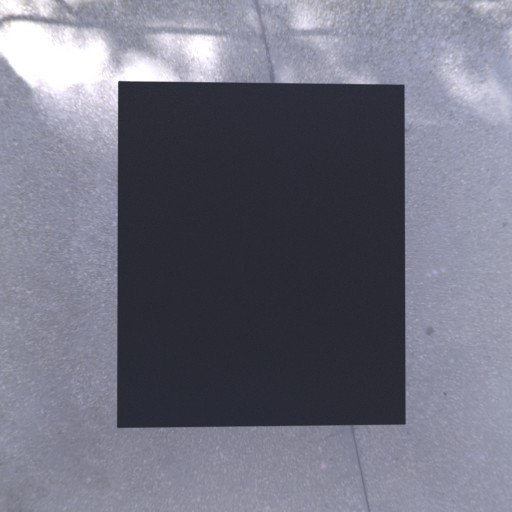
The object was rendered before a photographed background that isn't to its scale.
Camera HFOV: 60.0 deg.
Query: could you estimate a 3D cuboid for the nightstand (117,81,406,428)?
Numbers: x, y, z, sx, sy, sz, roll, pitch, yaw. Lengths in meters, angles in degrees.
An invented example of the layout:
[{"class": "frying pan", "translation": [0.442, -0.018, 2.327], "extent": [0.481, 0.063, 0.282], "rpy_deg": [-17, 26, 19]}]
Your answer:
[{"class": "nightstand", "translation": [0.000, 0.000, 0.927], "extent": [0.402, 0.623, 0.479], "rpy_deg": [0, 89, -2]}]
